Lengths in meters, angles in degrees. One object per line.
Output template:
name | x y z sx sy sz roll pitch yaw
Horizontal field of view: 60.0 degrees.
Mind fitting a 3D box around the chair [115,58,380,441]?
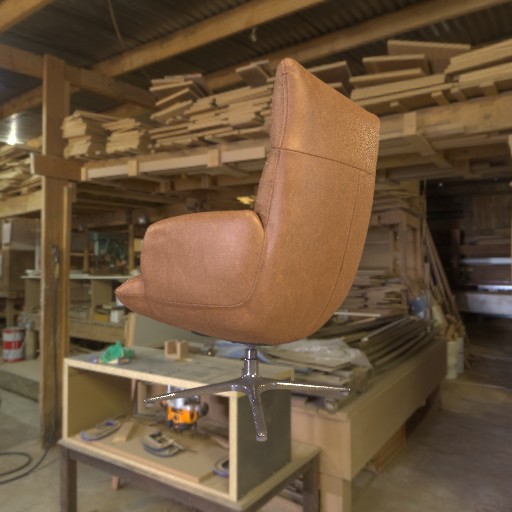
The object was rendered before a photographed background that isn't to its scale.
chair | 0.000 0.000 1.575 0.794 1.027 0.711 0 -1 37
